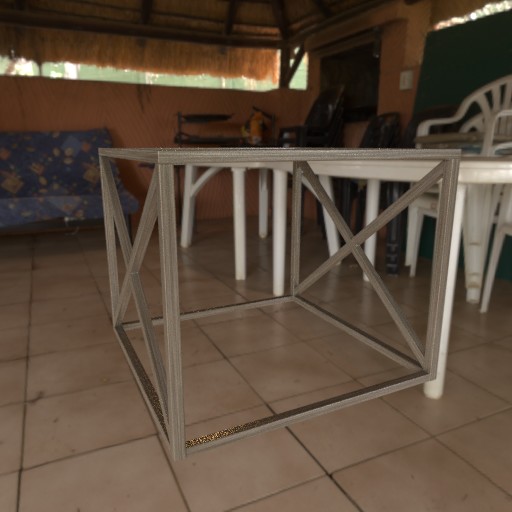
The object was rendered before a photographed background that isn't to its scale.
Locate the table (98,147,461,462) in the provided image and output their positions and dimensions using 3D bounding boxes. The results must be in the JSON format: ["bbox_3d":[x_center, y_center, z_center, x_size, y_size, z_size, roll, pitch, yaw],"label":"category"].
[{"bbox_3d":[0.000,0.000,1.076,0.609,0.507,0.611,-7,16,-26],"label":"table"}]
